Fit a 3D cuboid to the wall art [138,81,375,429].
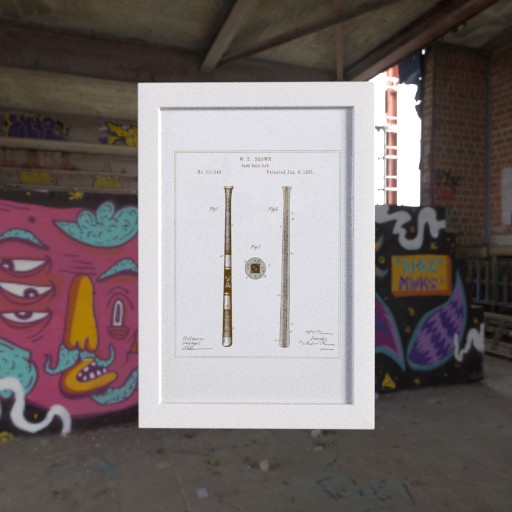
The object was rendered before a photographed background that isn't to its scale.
[{"bbox_3d":[0.000,0.000,0.621,0.329,0.482,0.011,0,0,1],"label":"wall art"}]
